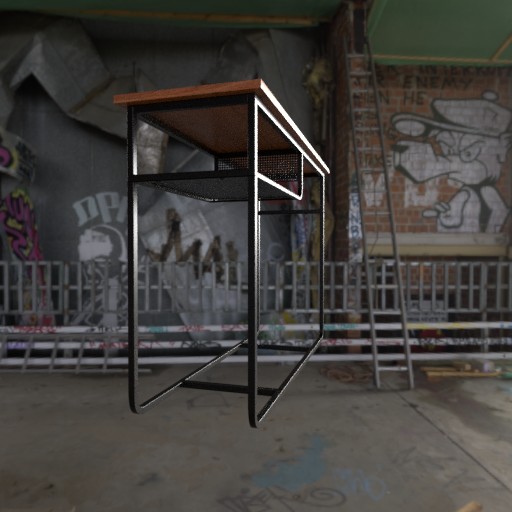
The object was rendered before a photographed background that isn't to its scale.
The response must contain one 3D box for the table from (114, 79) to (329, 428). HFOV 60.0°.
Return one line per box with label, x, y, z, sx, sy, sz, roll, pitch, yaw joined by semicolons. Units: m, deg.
table;0.000;0.000;1.495;0.350;0.750;1.100;0;1;17
